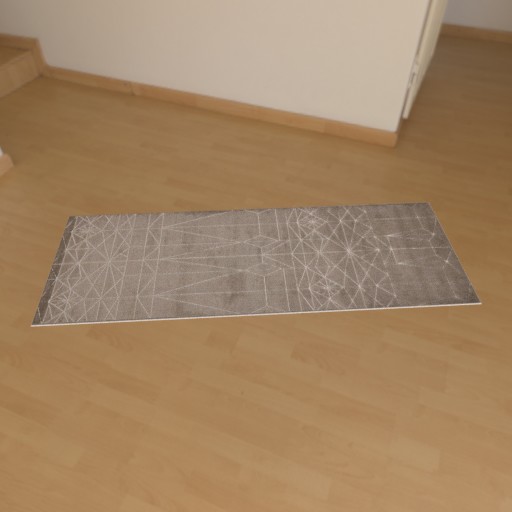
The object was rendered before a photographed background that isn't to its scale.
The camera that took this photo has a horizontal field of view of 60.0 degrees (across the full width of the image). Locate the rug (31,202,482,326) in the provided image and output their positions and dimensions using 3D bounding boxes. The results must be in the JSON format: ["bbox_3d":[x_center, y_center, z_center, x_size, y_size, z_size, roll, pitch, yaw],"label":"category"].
[{"bbox_3d":[0.000,0.000,2.642,2.388,0.012,0.864,-3,46,-2],"label":"rug"}]
